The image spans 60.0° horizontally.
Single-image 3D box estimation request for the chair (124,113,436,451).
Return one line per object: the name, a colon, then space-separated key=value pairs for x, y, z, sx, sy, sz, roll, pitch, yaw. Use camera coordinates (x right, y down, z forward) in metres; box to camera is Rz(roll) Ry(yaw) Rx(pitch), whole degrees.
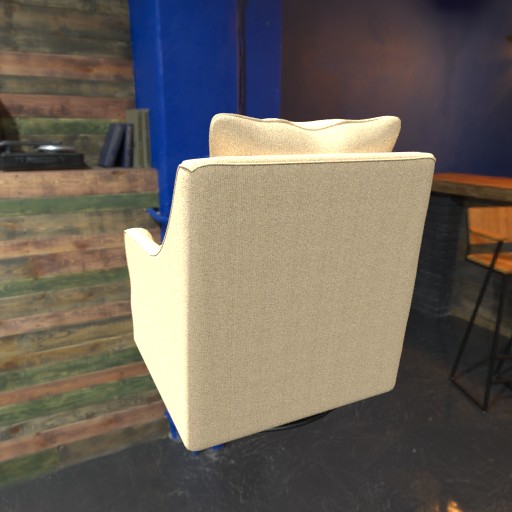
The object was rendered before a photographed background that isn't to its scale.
chair: x=0.000 y=0.000 z=1.562 sx=0.760 sy=0.927 sz=0.876 roll=-7 pitch=17 yaw=-25
